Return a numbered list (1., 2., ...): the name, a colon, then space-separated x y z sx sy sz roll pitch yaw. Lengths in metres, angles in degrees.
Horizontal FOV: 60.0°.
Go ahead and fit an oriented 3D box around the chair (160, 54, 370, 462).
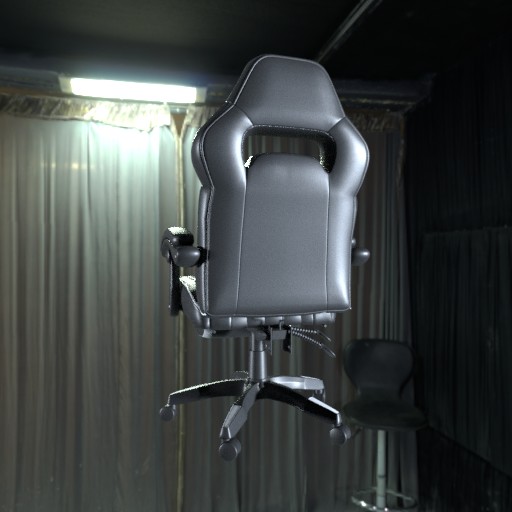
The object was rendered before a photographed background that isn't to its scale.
1. chair: 0.000 0.000 1.626 0.676 1.200 0.700 0 0 -18
